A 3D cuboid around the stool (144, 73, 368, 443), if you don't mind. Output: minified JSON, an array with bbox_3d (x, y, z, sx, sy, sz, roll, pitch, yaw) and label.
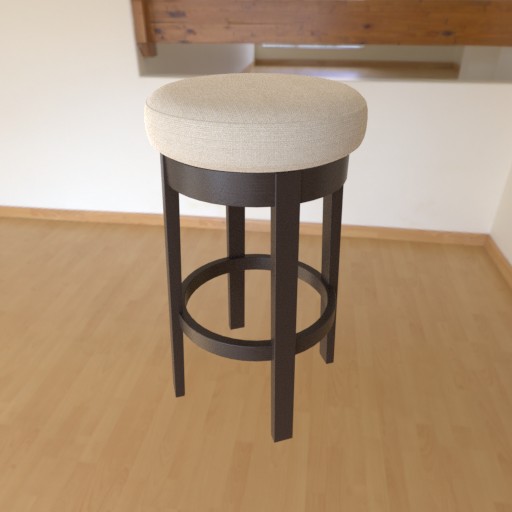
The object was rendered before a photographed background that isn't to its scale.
[{"bbox_3d":[0.000,0.000,1.031,0.446,0.758,0.446,0,30,0],"label":"stool"}]
